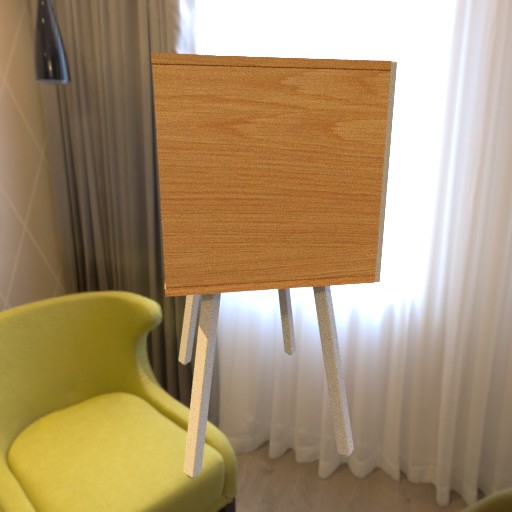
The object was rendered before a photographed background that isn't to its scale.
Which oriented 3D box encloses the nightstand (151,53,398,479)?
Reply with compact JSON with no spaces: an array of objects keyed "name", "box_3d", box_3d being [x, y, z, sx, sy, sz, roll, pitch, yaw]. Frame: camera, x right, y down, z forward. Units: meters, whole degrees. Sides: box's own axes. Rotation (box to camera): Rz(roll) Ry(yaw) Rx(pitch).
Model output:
[{"name":"nightstand","box_3d":[0.000,0.000,0.797,0.316,0.601,0.400,-3,16,-10]}]
